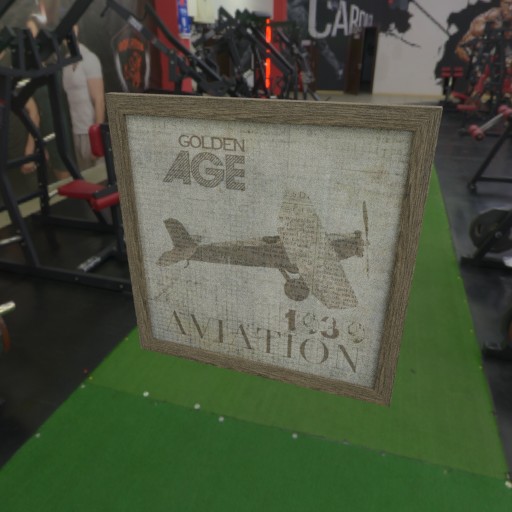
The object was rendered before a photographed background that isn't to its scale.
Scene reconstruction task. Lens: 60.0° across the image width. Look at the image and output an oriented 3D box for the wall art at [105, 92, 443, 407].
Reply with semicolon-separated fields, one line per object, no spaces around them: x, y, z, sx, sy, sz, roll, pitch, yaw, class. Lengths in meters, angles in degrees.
0.000;0.000;0.757;0.508;0.508;0.019;9;27;17;wall art
